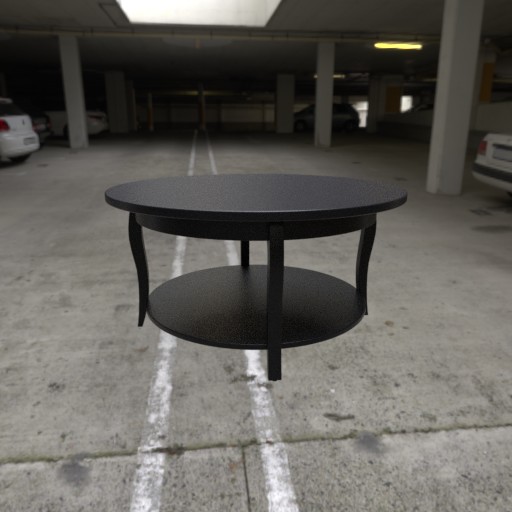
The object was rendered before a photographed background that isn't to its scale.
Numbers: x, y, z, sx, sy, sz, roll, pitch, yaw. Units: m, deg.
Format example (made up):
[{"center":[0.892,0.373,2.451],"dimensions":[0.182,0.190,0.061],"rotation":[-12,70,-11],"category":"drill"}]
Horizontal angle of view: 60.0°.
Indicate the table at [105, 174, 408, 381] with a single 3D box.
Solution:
[{"center":[0.000,0.000,1.468],"dimensions":[0.914,0.457,0.914],"rotation":[0,16,0],"category":"table"}]
